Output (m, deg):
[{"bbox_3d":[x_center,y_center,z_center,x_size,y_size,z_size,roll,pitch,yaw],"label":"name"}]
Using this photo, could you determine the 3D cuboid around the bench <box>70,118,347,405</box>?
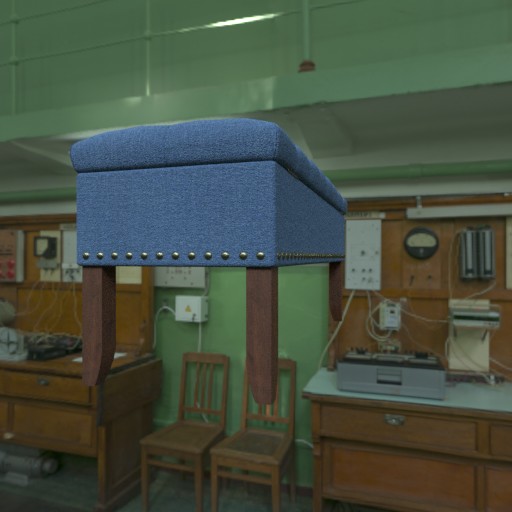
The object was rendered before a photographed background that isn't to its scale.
[{"bbox_3d":[0.000,0.000,1.269,0.417,0.492,1.052,0,0,18],"label":"bench"}]
